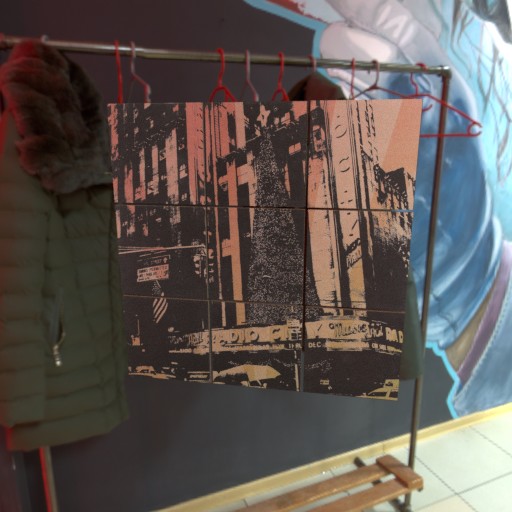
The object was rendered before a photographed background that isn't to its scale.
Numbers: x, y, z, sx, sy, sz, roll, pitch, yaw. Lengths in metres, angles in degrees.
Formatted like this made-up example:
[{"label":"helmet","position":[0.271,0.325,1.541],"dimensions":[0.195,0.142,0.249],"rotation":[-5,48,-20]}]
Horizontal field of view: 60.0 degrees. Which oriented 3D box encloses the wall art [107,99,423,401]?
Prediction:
[{"label":"wall art","position":[0.000,0.000,2.305],"dimensions":[1.527,1.521,0.017],"rotation":[3,15,10]}]
